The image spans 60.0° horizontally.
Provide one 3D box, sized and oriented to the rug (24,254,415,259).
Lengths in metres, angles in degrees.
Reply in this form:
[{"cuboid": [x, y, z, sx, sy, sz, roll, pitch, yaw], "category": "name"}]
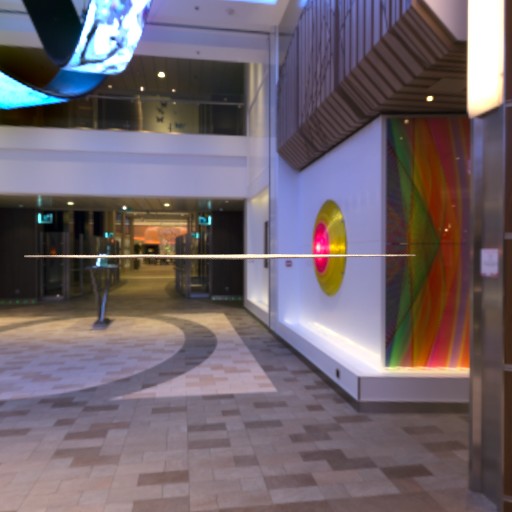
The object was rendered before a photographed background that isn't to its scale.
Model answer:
[{"cuboid": [0.000, 0.000, 3.094, 1.527, 0.016, 2.442, 0, 0, 35], "category": "rug"}]
